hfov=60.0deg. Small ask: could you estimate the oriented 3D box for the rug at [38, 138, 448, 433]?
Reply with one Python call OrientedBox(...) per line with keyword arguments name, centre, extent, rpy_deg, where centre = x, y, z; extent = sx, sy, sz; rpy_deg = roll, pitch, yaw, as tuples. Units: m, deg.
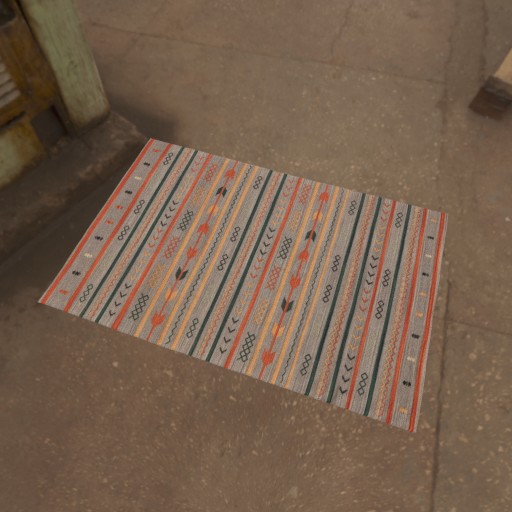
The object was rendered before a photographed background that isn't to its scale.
OrientedBox(name="rug", centre=(0.000, 0.000, 2.311), extent=(1.835, 0.017, 1.220), rpy_deg=(16, 59, 10))
